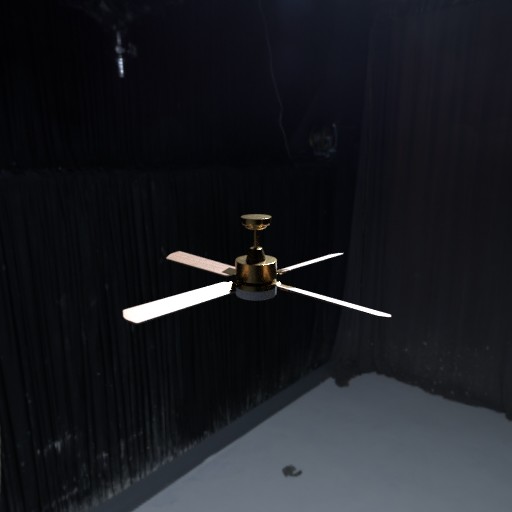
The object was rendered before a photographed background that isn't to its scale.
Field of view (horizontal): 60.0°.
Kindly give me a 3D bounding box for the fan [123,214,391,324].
[{"bbox_3d":[0.000,0.000,1.984,1.320,0.355,1.320,13,19,43],"label":"fan"}]
